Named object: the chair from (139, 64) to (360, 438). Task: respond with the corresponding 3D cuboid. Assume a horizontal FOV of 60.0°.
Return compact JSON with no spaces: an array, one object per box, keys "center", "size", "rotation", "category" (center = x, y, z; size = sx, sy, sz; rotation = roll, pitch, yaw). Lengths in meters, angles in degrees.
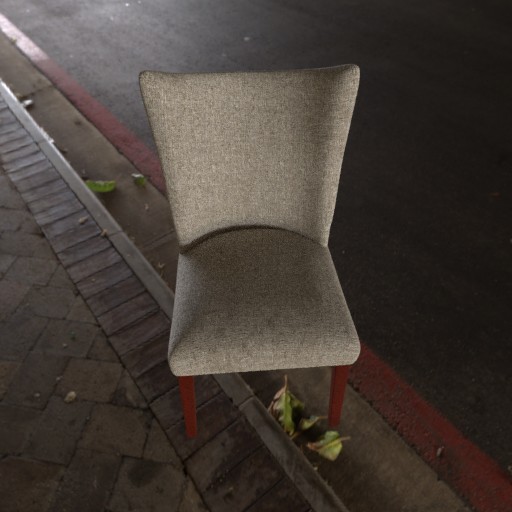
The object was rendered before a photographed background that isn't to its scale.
[{"center":[0.000,0.000,1.262],"size":[0.535,0.924,0.623],"rotation":[-3,45,-3],"category":"chair"}]
